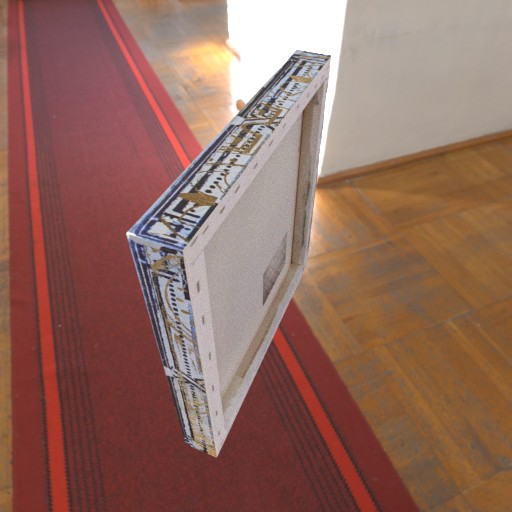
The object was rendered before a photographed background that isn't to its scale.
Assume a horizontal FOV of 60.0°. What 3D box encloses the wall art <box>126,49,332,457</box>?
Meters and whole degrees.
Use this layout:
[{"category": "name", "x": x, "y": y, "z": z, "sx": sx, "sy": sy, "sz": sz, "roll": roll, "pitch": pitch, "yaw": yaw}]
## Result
[{"category": "wall art", "x": 0.000, "y": 0.000, "z": 0.459, "sx": 0.038, "sy": 0.306, "sz": 0.302, "roll": 17, "pitch": 48, "yaw": 16}]
